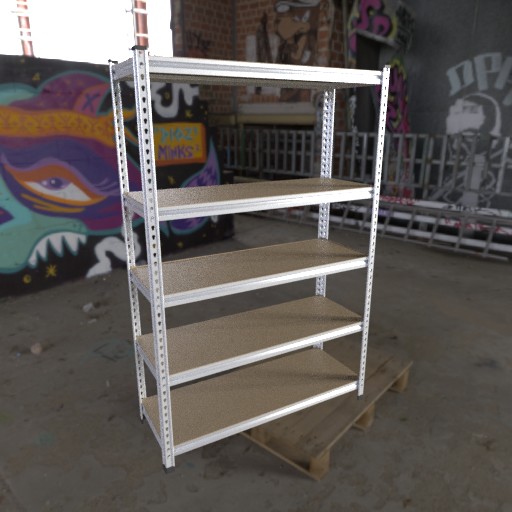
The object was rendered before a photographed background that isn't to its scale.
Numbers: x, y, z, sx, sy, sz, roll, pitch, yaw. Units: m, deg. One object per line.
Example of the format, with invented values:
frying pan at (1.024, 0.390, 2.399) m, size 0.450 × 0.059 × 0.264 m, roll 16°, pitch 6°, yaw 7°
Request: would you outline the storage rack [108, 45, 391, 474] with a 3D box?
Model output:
storage rack at (0.000, 0.000, 2.273) m, size 1.219 × 1.829 × 0.457 m, roll -9°, pitch 19°, yaw -28°
